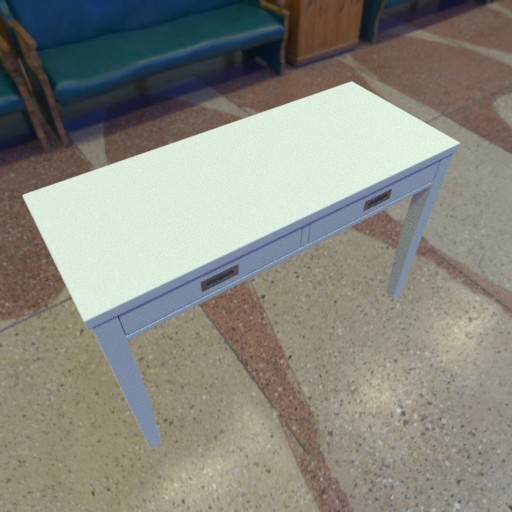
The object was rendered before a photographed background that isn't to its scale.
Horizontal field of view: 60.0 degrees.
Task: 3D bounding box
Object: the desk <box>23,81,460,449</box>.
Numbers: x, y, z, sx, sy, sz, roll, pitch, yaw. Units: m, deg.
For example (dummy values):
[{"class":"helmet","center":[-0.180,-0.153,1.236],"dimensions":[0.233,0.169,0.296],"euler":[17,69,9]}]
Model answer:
[{"class":"desk","center":[0.000,0.000,1.596],"dimensions":[1.220,0.775,0.508],"euler":[-26,52,-22]}]
